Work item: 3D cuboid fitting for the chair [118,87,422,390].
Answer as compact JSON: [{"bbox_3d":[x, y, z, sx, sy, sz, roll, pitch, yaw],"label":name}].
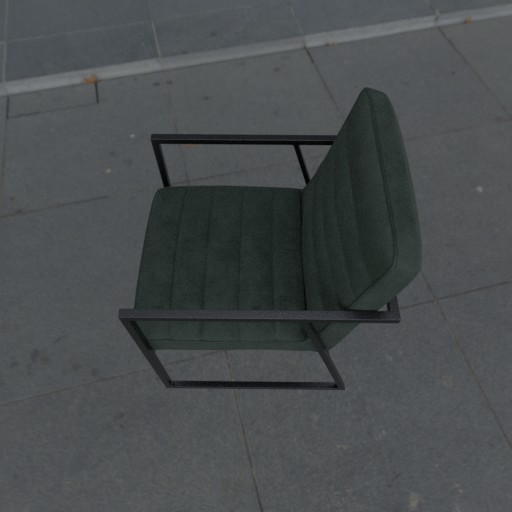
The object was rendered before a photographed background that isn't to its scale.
[{"bbox_3d":[0.000,0.000,1.308,0.677,0.833,0.571,1,59,0],"label":"chair"}]
